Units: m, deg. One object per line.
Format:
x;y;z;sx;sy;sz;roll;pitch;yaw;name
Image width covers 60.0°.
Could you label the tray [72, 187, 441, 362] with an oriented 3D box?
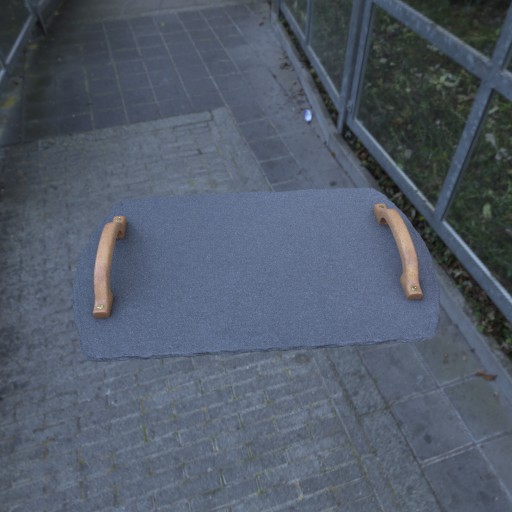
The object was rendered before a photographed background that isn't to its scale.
0.000;0.000;0.482;0.387;0.062;0.231;-3;47;-3;tray
